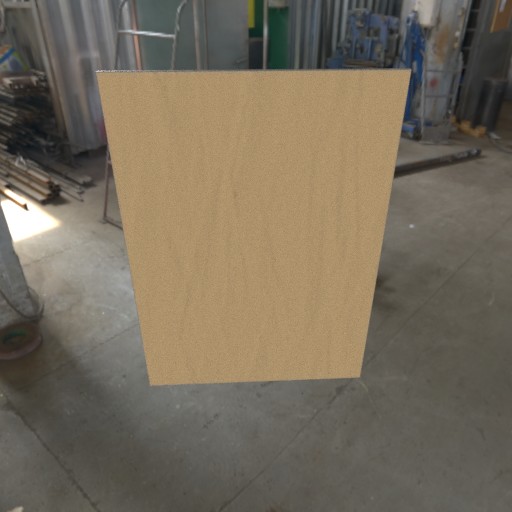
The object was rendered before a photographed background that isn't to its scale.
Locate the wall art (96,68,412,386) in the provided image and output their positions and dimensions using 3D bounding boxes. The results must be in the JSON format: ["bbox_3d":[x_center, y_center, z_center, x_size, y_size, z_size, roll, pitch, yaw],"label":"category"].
[{"bbox_3d":[0.000,0.000,1.428,0.810,1.116,0.016,-2,31,-3],"label":"wall art"}]
